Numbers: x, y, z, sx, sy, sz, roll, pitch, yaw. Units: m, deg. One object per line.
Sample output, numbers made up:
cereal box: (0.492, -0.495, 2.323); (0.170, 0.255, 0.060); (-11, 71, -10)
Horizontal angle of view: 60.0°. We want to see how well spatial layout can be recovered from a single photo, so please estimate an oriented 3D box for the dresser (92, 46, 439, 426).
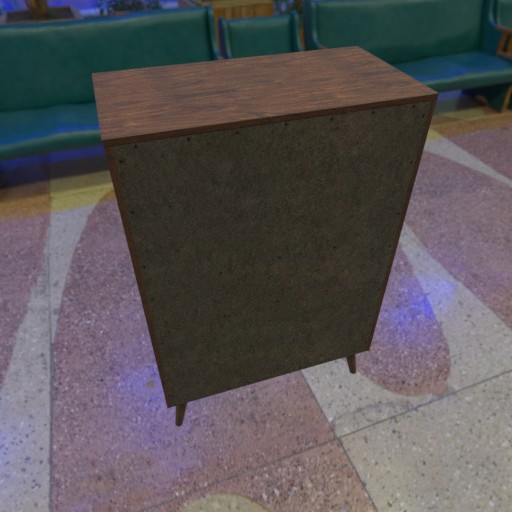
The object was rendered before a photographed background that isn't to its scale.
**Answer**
dresser: (0.000, 0.000, 1.760); (0.919, 1.365, 0.498); (-12, 42, -14)
